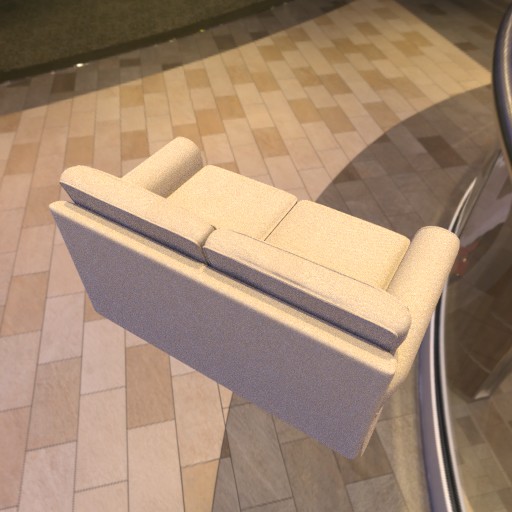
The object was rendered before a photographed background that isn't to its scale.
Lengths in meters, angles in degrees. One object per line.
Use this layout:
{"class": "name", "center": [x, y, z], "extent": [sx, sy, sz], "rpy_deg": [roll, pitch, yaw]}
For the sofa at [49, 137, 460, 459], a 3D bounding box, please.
{"class": "sofa", "center": [0.000, 0.000, 2.244], "extent": [1.727, 0.940, 0.991], "rpy_deg": [24, 51, 21]}
